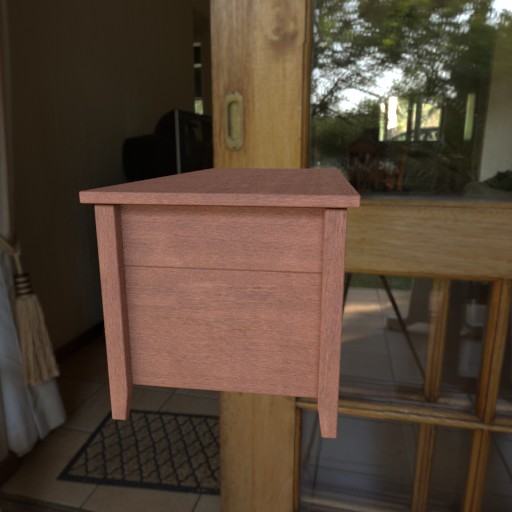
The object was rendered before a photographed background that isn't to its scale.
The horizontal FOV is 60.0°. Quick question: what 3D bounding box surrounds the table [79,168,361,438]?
[{"bbox_3d":[0.000,0.000,1.284,0.483,0.457,1.016,2,14,8],"label":"table"}]
